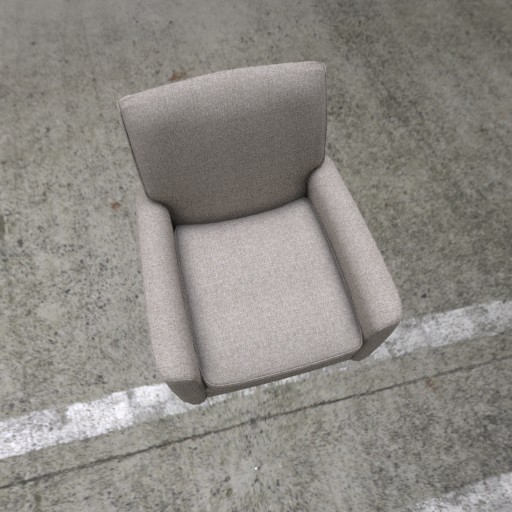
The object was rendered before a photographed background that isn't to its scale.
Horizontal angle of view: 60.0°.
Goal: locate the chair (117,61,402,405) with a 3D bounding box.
[{"bbox_3d":[0.000,0.000,1.651,0.848,1.014,0.864,-13,65,-6],"label":"chair"}]
